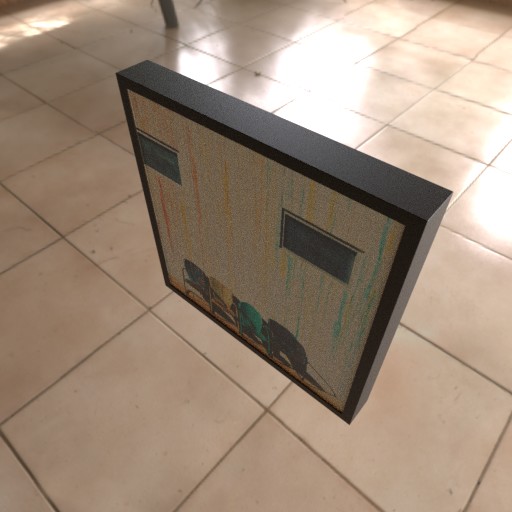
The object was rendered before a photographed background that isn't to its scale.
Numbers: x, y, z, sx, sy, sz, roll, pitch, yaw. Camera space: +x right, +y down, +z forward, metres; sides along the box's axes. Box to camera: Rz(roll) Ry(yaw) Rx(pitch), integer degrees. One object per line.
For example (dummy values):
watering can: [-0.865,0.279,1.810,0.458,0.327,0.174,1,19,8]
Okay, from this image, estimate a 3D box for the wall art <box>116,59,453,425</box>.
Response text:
wall art: [0.000,0.000,0.454,0.304,0.304,0.038,32,55,26]
